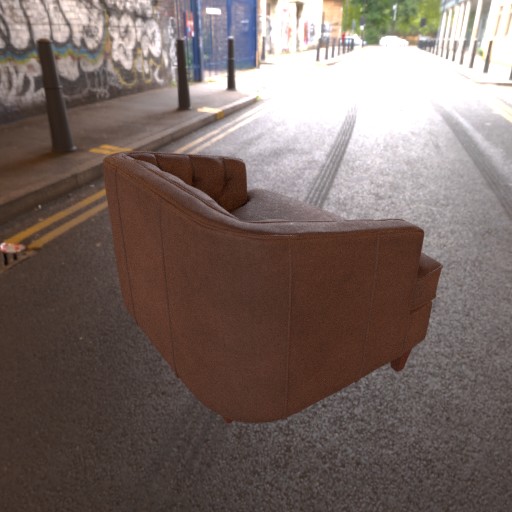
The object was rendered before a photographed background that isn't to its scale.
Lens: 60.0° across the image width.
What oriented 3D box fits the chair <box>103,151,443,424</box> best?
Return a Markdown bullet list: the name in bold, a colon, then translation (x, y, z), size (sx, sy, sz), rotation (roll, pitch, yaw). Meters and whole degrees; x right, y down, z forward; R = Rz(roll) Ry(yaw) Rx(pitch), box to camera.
- **chair**: translation (0.000, 0.000, 1.737), size (0.914, 0.787, 1.118), rotation (-17, 31, -31)
